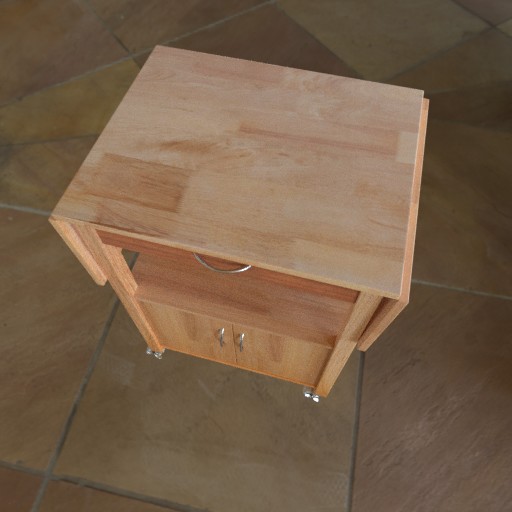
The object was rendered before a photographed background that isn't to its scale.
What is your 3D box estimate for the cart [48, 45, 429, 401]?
[{"bbox_3d":[0.000,0.000,1.218,0.640,0.838,0.508,13,60,8],"label":"cart"}]
